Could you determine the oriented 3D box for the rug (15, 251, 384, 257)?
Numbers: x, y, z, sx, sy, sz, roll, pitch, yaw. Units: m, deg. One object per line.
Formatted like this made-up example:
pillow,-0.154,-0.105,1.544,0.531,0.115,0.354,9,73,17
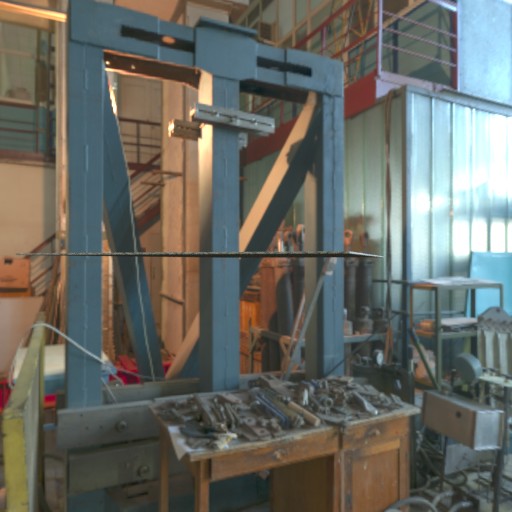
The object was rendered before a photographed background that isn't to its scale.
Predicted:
rug,0.000,0.000,2.962,1.526,0.008,2.441,0,-1,19
